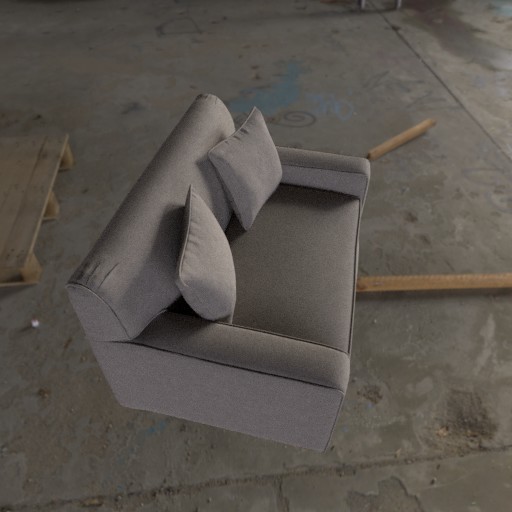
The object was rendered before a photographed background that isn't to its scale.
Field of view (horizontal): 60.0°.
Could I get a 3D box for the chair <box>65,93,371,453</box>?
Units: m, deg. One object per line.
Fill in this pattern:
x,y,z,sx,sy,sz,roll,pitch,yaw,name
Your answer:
0.000,0.000,2.094,0.992,0.953,1.395,10,47,9,chair
